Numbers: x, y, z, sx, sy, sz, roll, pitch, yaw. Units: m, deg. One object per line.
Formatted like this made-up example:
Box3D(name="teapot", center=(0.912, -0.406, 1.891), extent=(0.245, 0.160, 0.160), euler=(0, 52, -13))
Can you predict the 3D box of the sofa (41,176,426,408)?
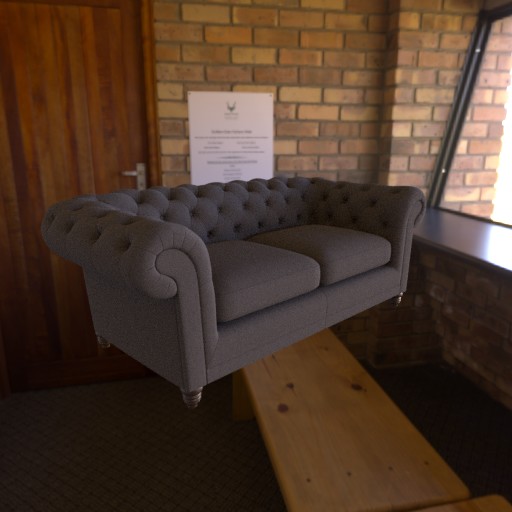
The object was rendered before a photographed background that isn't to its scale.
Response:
Box3D(name="sofa", center=(0.000, 0.000, 2.438), extent=(1.998, 0.764, 0.986), euler=(-14, 20, -43))
